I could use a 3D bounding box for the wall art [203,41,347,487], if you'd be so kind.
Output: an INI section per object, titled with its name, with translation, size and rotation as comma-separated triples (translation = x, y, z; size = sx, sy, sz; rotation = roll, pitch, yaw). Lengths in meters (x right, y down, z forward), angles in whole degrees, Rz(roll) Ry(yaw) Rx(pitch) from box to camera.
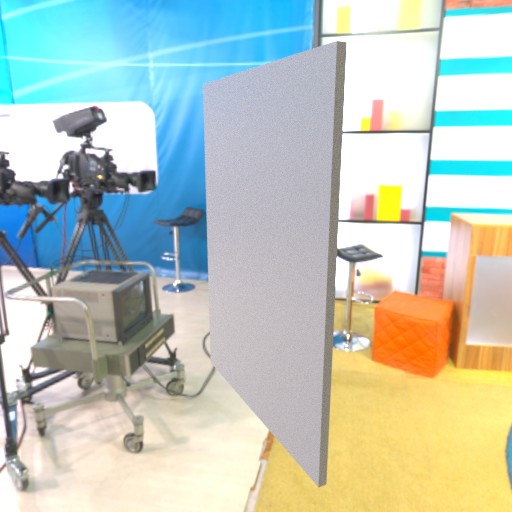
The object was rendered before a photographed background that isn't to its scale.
[wall art]
translation = 0.000, 0.000, 0.676
size = 0.013, 0.533, 0.381
rotation = -7, 16, -26
